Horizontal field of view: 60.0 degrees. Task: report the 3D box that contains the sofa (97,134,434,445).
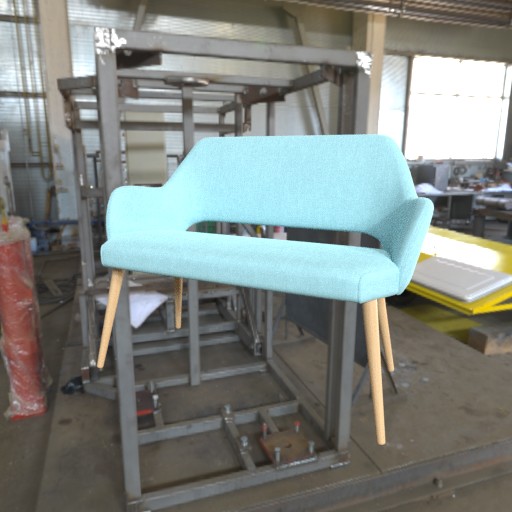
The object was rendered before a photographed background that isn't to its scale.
[{"bbox_3d":[0.000,0.000,1.569,1.150,0.840,0.610,6,14,25],"label":"sofa"}]
